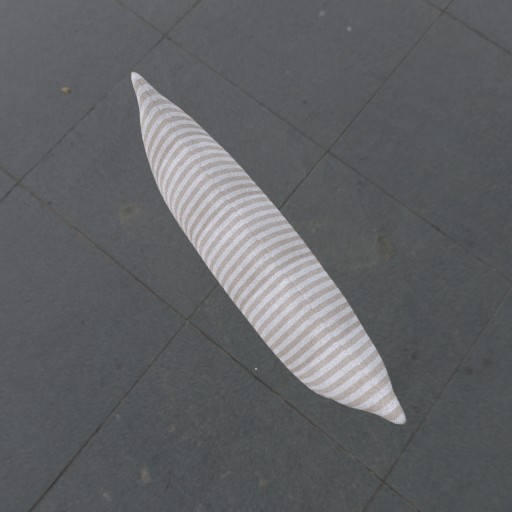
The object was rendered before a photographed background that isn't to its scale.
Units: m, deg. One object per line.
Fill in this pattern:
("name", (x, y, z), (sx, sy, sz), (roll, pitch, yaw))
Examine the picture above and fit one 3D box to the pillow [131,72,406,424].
("pillow", (0.000, 0.000, 0.741), (0.151, 0.295, 0.617), (-36, 78, -8))
